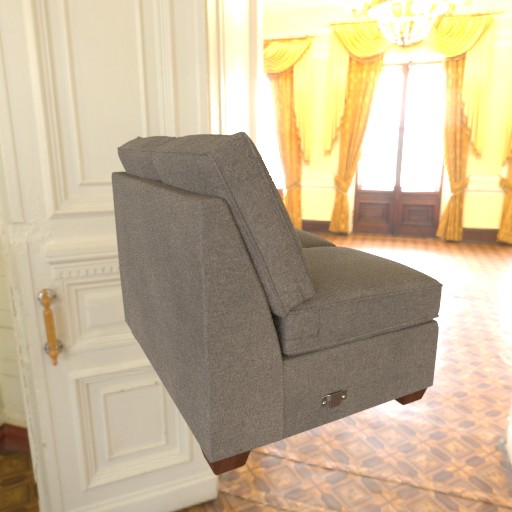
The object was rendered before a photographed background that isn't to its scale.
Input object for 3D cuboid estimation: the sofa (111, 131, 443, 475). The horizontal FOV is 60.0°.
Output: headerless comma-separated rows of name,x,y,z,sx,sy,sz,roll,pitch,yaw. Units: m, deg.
sofa,0.000,0.000,1.915,0.951,1.008,1.237,-7,16,-26
